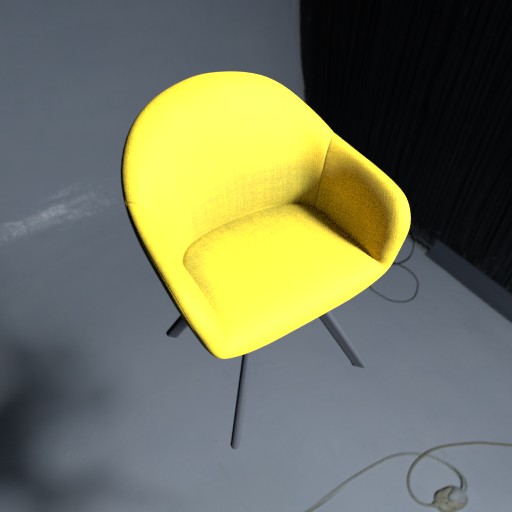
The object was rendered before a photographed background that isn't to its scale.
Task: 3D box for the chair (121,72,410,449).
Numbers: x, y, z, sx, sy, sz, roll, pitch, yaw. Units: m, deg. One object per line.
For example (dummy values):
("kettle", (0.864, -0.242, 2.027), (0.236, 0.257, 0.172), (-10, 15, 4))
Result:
("chair", (0.000, 0.000, 1.183), (0.590, 0.795, 0.550), (-25, 51, -21))
